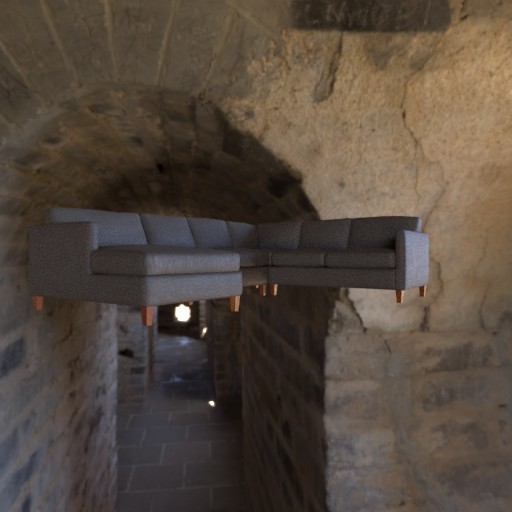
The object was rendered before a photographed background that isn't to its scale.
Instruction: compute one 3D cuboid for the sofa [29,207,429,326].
[{"bbox_3d":[0.000,0.000,4.579,2.594,0.961,3.460,0,0,36],"label":"sofa"}]
